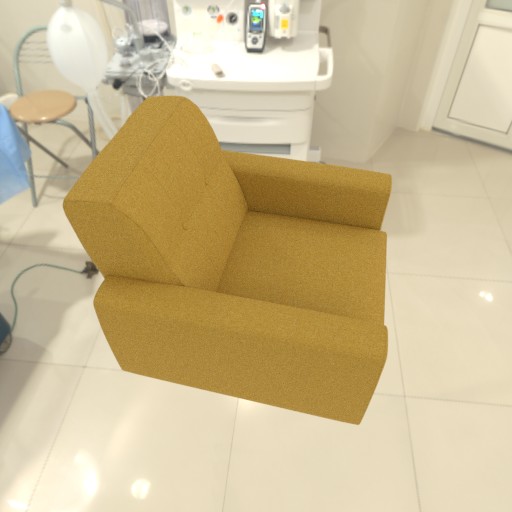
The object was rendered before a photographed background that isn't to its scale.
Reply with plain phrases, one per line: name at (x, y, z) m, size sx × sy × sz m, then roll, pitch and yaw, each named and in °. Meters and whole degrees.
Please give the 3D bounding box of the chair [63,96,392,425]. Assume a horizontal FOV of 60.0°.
chair at (0.000, 0.000, 1.545) m, size 0.909 × 0.841 × 0.831 m, roll 9°, pitch 47°, yaw 9°
